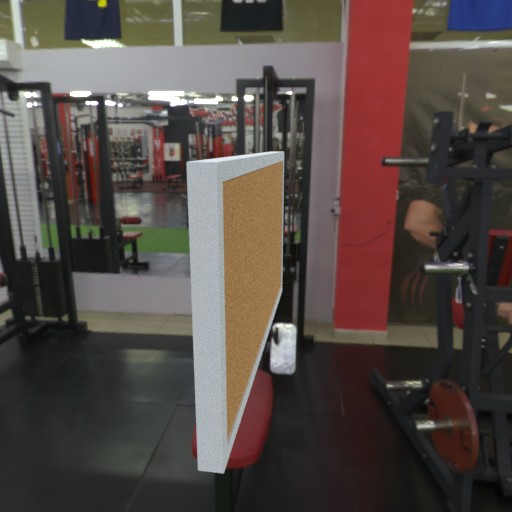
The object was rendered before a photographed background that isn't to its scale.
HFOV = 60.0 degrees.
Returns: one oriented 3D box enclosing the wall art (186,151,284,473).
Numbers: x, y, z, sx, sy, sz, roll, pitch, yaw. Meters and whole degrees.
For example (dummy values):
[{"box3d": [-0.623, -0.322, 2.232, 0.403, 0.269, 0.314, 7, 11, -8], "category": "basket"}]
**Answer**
[{"box3d": [0.000, 0.000, 0.965, 0.038, 0.431, 0.812, 2, 14, 9], "category": "wall art"}]
